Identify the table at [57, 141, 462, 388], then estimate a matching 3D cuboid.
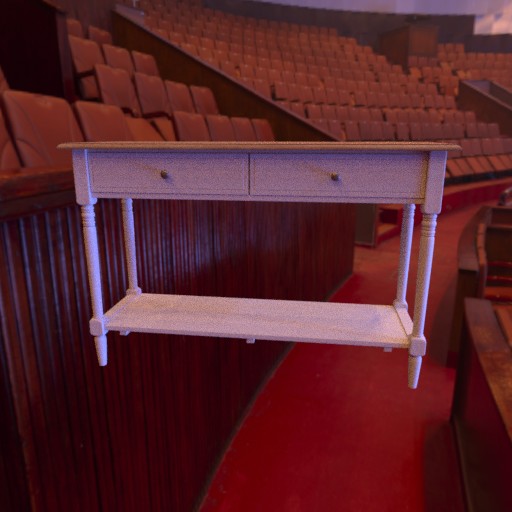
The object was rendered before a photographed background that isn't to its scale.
[{"bbox_3d":[0.000,0.000,1.613,1.219,0.800,0.399,2,15,8],"label":"table"}]
